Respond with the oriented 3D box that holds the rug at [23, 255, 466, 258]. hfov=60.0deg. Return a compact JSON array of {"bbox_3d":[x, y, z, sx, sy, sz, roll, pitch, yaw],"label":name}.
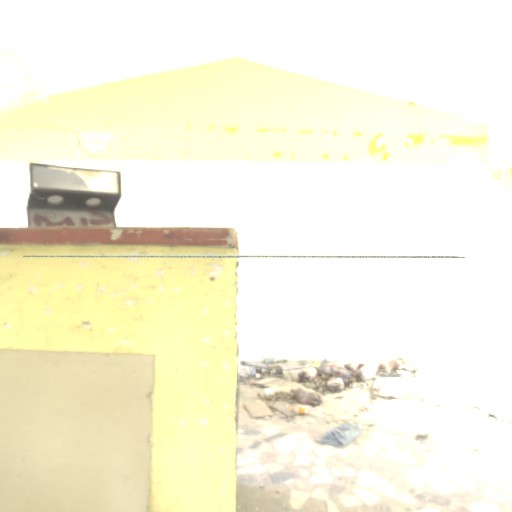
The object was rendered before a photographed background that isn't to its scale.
[{"bbox_3d":[0.000,0.000,2.185,1.752,0.006,1.142,0,0,19],"label":"rug"}]
